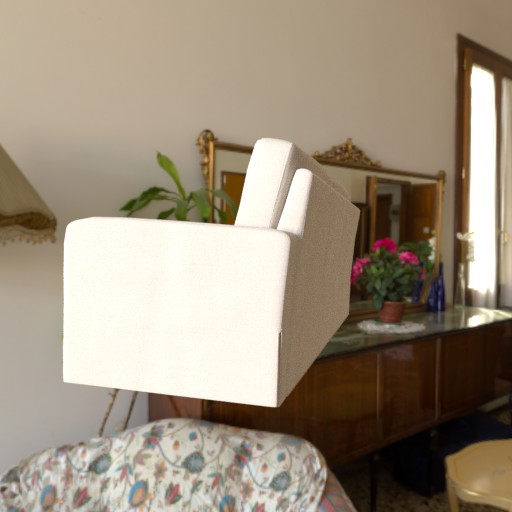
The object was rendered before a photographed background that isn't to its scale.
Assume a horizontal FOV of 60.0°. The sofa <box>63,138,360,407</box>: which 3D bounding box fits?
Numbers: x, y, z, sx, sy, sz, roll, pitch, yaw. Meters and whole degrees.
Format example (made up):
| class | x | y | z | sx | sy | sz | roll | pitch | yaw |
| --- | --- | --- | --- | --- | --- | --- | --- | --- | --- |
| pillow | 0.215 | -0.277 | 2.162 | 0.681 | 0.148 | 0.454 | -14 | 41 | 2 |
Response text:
| class | x | y | z | sx | sy | sz | roll | pitch | yaw |
| --- | --- | --- | --- | --- | --- | --- | --- | --- | --- |
| sofa | 0.000 | 0.000 | 2.249 | 0.894 | 0.831 | 1.808 | 1 | 2 | 18 |
